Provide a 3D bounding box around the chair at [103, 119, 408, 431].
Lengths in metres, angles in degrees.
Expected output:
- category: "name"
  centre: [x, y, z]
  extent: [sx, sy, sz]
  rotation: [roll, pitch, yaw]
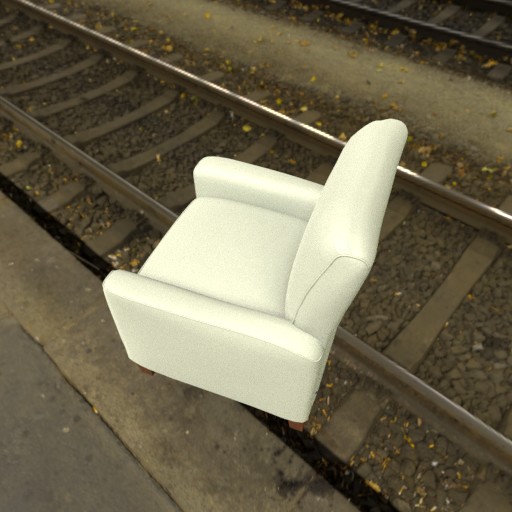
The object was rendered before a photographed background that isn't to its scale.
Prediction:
- category: "chair"
  centre: [0.000, 0.000, 1.696]
  extent: [0.846, 1.007, 0.853]
  rotation: [15, 49, 14]
